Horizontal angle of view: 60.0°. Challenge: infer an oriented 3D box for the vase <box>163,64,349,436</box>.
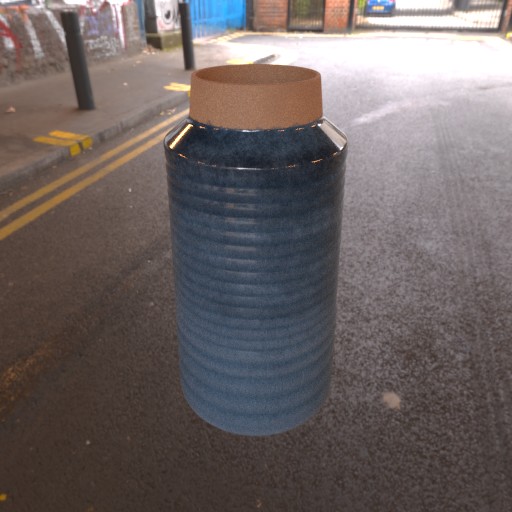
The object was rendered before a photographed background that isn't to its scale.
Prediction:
[{"bbox_3d":[0.000,0.000,0.409,0.163,0.316,0.163,0,31,0],"label":"vase"}]
